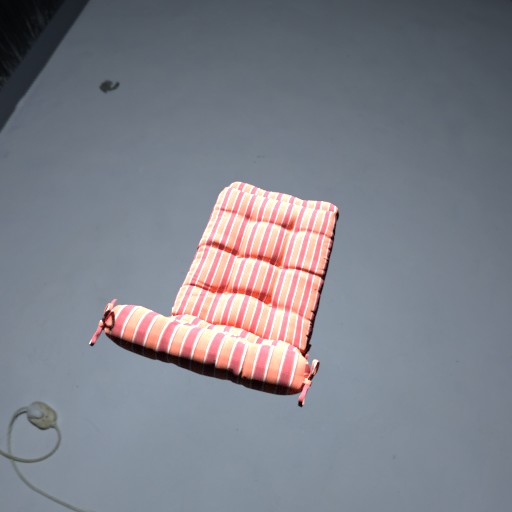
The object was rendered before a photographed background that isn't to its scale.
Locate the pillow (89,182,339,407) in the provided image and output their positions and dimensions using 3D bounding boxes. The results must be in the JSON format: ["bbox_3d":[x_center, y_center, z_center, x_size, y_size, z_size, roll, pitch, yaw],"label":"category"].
[{"bbox_3d":[0.000,0.000,1.528,0.526,0.863,1.016,15,64,7],"label":"pillow"}]
